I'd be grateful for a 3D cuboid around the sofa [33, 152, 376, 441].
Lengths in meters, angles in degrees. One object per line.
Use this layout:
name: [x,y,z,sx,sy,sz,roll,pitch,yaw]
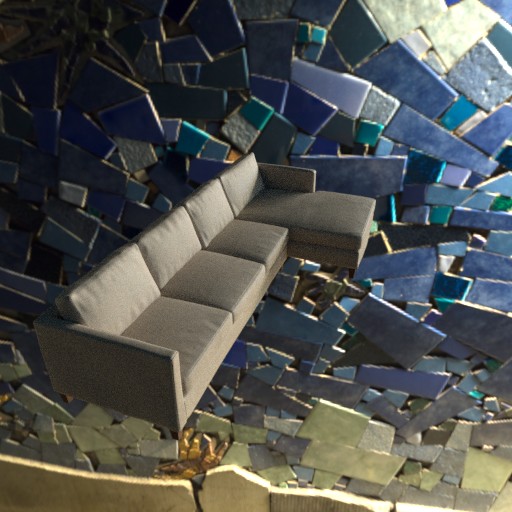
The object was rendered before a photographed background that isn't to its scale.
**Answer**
sofa: [0.000,0.000,3.750,1.625,0.846,3.186,11,32,17]
